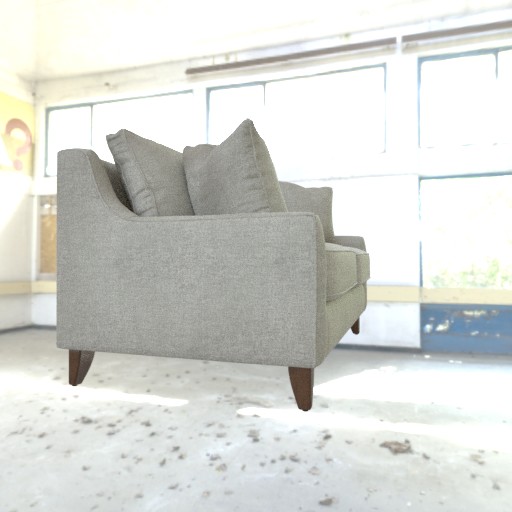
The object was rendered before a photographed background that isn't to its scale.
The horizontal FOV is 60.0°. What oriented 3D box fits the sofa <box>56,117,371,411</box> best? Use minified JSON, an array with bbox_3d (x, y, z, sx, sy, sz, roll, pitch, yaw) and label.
[{"bbox_3d":[0.000,0.000,1.960,0.915,0.863,1.422,0,0,19],"label":"sofa"}]
